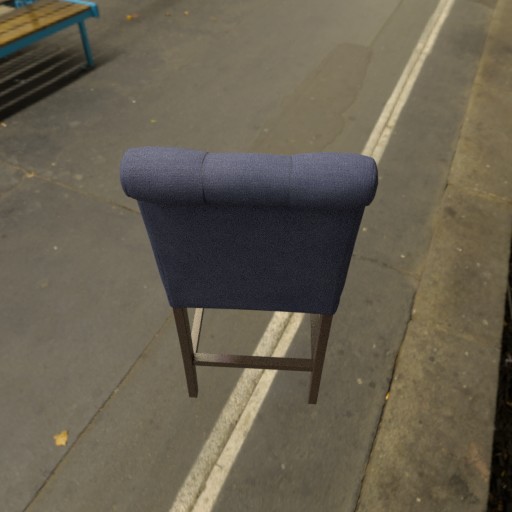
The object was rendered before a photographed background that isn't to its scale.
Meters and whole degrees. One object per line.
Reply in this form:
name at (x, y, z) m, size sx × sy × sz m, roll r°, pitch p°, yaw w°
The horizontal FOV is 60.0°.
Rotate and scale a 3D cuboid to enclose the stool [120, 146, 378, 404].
stool at (0.000, 0.000, 1.314) m, size 0.493 × 1.010 × 0.601 m, roll 2°, pitch 46°, yaw 2°
